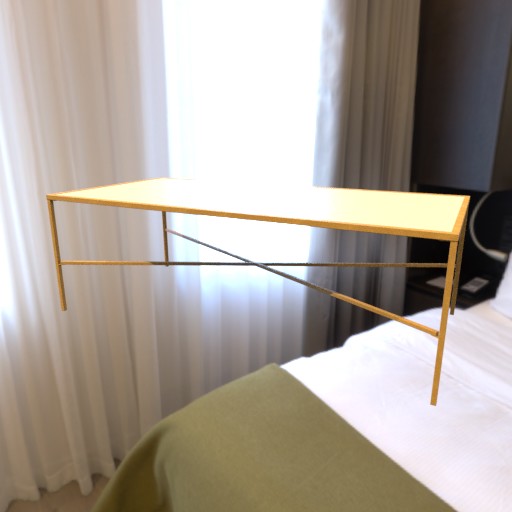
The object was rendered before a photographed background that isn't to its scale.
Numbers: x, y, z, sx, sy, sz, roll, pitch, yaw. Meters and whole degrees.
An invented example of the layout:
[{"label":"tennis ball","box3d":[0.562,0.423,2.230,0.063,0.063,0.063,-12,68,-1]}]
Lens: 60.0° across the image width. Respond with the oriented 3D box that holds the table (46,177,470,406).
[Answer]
[{"label":"table","box3d":[0.000,0.000,1.454,1.206,0.398,0.580,8,18,26]}]
